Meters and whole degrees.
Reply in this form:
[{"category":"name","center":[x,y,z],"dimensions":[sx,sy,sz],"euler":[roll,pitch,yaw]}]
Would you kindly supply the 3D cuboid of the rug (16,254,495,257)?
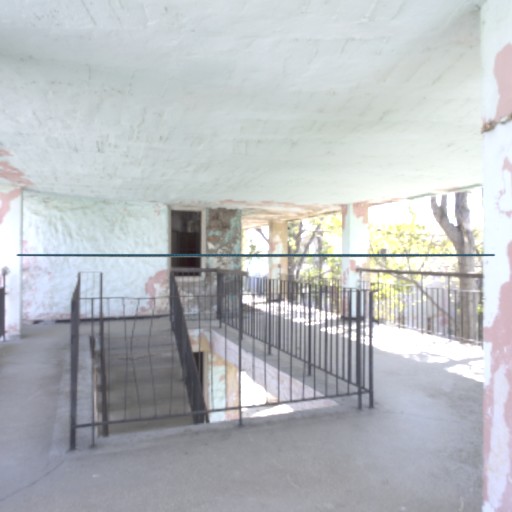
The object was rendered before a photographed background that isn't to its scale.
[{"category":"rug","center":[0.000,0.000,3.925],"dimensions":[3.044,0.015,2.226],"euler":[0,0,0]}]
